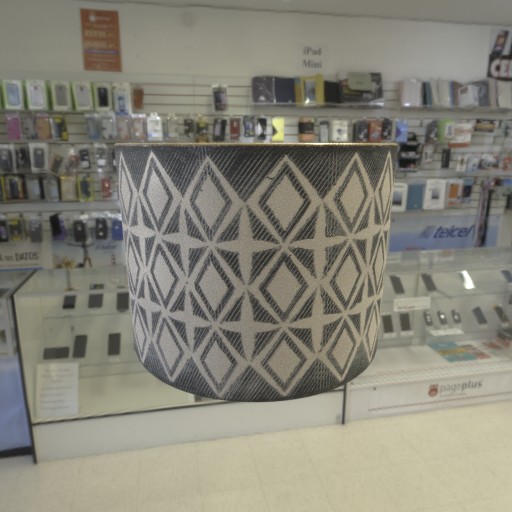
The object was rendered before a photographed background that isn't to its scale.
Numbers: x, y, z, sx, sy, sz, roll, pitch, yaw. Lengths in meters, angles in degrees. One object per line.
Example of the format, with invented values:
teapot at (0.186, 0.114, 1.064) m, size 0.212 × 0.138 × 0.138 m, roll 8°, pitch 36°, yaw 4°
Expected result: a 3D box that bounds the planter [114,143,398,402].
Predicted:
planter at (0.000, 0.000, 0.334) m, size 0.192 × 0.165 × 0.192 m, roll 0°, pitch 14°, yaw 0°
